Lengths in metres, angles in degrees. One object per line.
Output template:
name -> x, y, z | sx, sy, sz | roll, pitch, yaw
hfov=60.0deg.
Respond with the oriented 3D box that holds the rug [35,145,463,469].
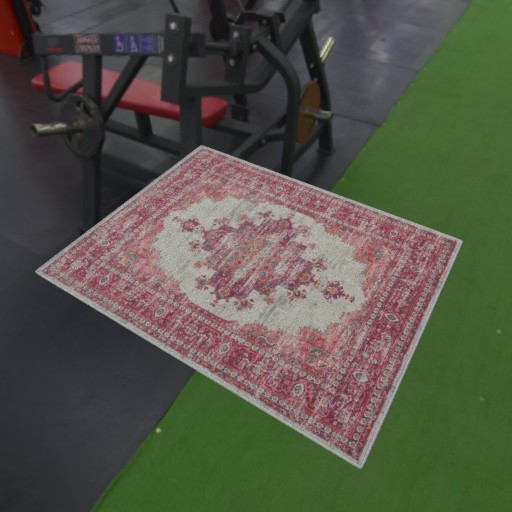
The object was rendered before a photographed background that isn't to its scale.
rug -> 0.000, 0.000, 4.080 | 3.123, 0.017, 2.447 | 24, 51, 22
